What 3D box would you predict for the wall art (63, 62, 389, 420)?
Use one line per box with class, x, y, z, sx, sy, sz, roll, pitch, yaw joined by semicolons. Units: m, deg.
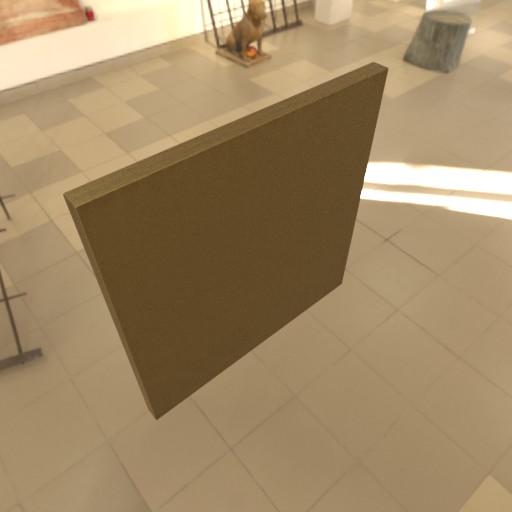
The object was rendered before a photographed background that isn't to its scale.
wall art;0.000;0.000;0.748;0.503;0.506;0.030;-32;54;-27
